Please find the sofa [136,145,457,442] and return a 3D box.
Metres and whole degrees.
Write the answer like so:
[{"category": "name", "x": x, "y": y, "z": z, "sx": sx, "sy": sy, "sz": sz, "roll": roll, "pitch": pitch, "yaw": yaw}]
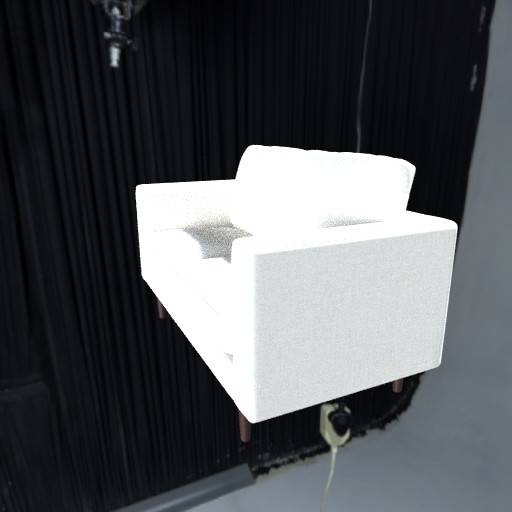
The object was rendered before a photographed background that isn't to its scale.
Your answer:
[{"category": "sofa", "x": 0.000, "y": 0.000, "z": 1.952, "sx": 0.796, "sy": 0.908, "sz": 1.430, "roll": -8, "pitch": 18, "yaw": -25}]
